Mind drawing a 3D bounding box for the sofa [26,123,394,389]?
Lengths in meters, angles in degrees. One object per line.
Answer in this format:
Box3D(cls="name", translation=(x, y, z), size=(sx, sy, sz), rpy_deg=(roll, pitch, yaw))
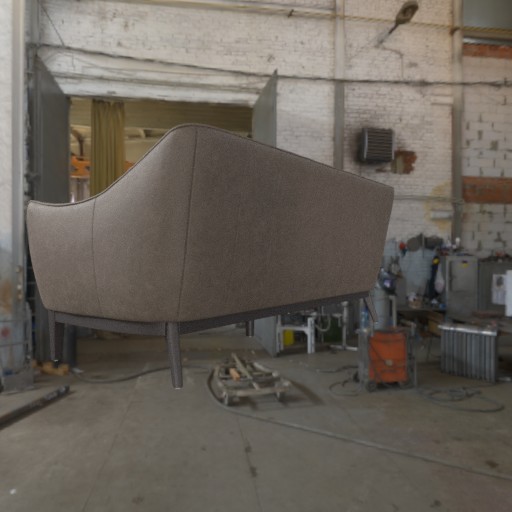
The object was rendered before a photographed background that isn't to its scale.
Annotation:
Box3D(cls="sofa", translation=(0.000, 0.000, 2.245), size=(0.869, 0.831, 1.928), rpy_deg=(0, 0, 37))
